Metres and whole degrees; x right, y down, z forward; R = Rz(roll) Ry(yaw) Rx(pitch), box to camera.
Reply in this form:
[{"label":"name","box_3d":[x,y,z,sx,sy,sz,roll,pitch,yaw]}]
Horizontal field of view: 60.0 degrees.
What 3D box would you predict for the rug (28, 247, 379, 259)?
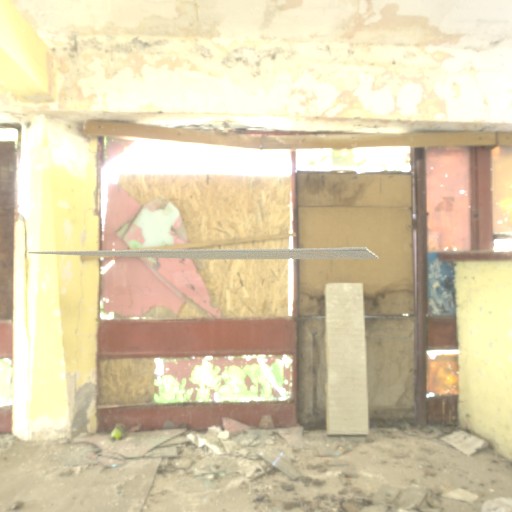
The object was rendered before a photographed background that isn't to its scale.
[{"label":"rug","box_3d":[0.000,0.000,2.344,1.231,0.012,1.835,0,-1,17]}]
